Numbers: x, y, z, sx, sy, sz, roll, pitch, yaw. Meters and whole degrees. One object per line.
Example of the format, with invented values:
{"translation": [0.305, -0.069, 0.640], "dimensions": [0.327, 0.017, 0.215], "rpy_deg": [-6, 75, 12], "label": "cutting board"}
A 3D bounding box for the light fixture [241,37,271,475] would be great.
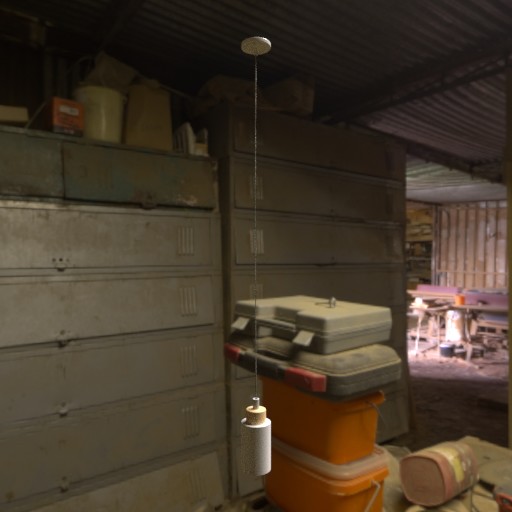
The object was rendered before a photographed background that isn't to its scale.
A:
{"translation": [0.000, 0.000, 1.879], "dimensions": [0.125, 1.798, 0.125], "rpy_deg": [0, 0, -36], "label": "light fixture"}
